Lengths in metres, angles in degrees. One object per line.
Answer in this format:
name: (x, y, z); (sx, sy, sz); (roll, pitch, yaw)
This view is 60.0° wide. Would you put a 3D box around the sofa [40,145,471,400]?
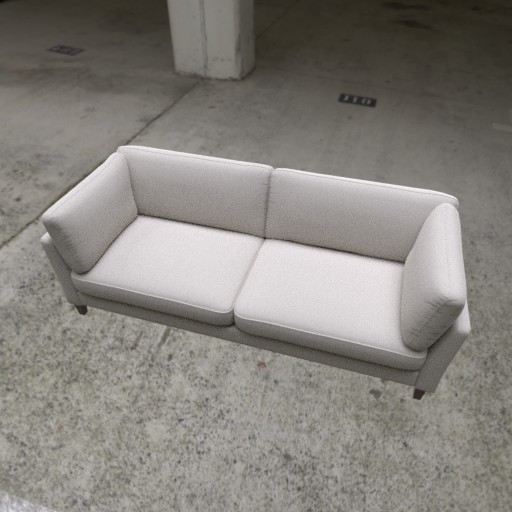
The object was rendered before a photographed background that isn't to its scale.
sofa: (0.000, 0.000, 2.700); (2.301, 0.863, 0.957); (11, 41, 13)
